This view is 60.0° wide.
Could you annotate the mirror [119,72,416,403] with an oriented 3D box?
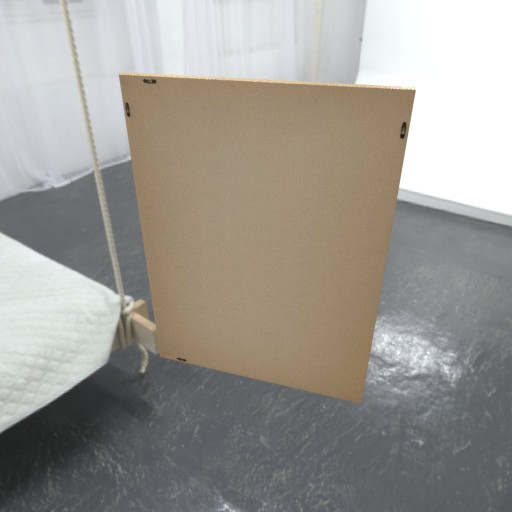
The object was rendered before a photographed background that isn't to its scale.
[{"bbox_3d":[0.000,0.000,1.363,0.762,1.016,0.041,9,32,15],"label":"mirror"}]
